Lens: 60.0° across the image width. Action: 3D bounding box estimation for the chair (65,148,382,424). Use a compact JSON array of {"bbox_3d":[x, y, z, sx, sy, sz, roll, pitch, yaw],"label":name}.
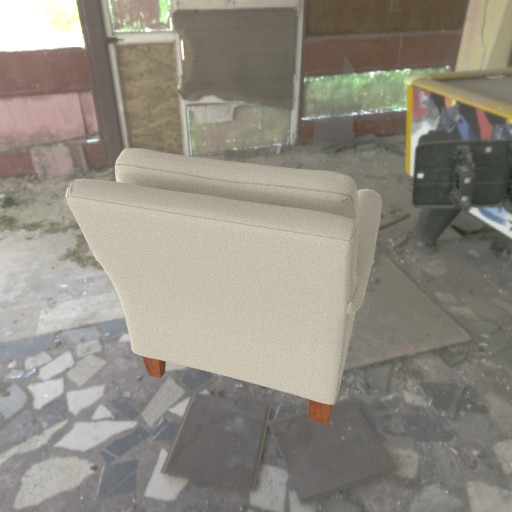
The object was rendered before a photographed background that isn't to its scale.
[{"bbox_3d":[0.000,0.000,1.880,0.955,1.038,1.070,10,34,15],"label":"chair"}]
